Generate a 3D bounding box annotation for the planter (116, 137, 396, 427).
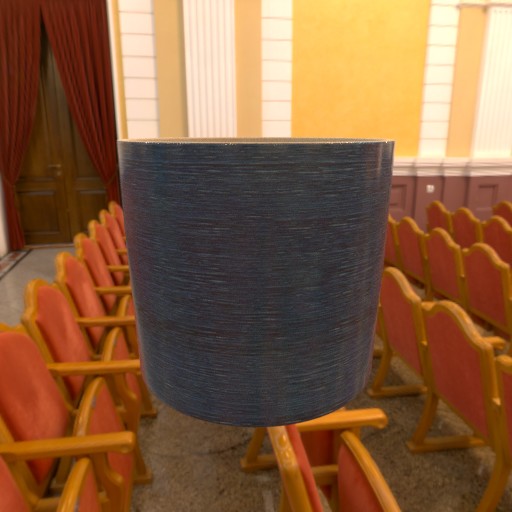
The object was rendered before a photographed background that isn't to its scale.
[{"bbox_3d":[0.000,0.000,0.395,0.221,0.201,0.221,0,16,0],"label":"planter"}]
